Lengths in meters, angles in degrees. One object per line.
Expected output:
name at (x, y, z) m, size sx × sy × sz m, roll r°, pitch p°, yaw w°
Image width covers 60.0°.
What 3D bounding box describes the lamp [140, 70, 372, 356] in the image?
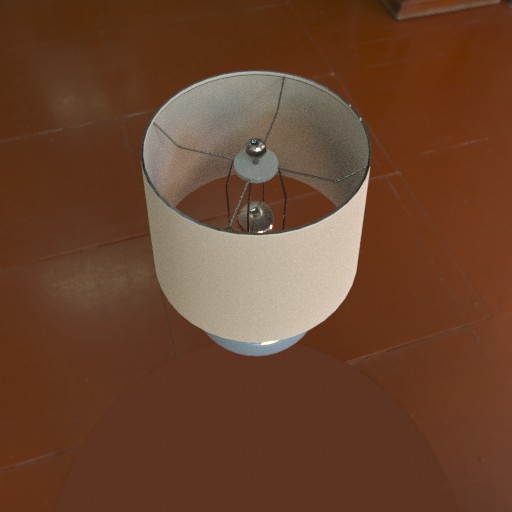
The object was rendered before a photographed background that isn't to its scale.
lamp at (0.000, 0.000, 0.560) m, size 0.247 × 0.387 × 0.247 m, roll 0°, pitch 58°, yaw 0°
